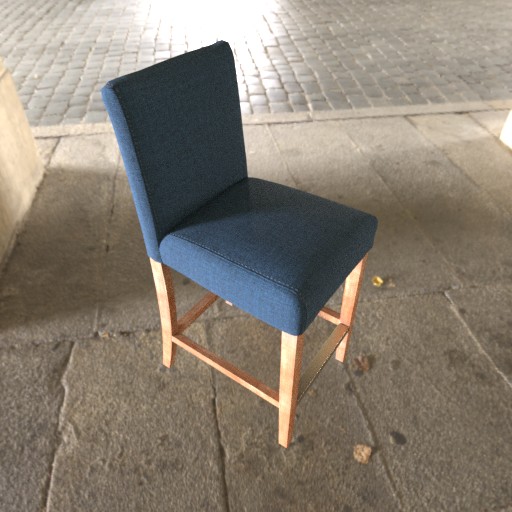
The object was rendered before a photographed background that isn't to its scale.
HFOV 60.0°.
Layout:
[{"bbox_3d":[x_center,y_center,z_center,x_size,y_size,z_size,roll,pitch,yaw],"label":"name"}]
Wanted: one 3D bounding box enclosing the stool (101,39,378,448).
[{"bbox_3d":[0.000,0.000,1.317,0.567,1.039,0.454,24,46,26],"label":"stool"}]
